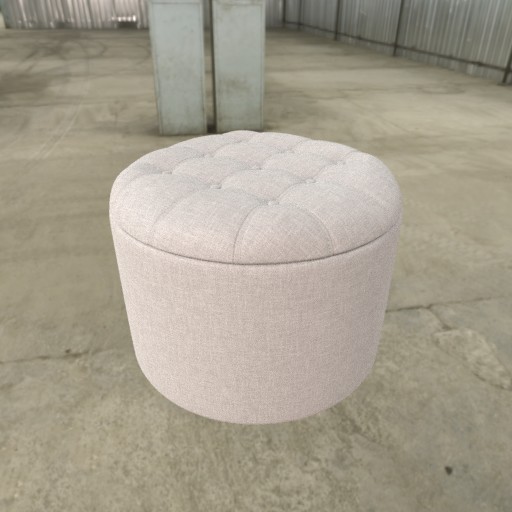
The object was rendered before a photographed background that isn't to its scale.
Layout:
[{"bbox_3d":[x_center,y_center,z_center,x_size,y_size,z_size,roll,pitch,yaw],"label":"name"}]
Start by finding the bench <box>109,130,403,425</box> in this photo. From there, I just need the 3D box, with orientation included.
[{"bbox_3d":[0.000,0.000,1.013,0.600,0.453,0.600,0,31,0],"label":"bench"}]
